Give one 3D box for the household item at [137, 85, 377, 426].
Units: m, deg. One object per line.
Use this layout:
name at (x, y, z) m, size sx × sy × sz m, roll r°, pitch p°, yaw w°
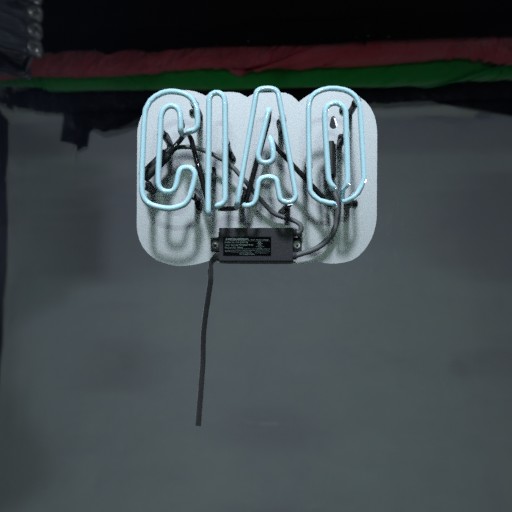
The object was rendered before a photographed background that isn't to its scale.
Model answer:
household item at (0.000, 0.000, 0.374) m, size 0.211 × 0.294 × 0.042 m, roll 0°, pitch 0°, yaw 1°
